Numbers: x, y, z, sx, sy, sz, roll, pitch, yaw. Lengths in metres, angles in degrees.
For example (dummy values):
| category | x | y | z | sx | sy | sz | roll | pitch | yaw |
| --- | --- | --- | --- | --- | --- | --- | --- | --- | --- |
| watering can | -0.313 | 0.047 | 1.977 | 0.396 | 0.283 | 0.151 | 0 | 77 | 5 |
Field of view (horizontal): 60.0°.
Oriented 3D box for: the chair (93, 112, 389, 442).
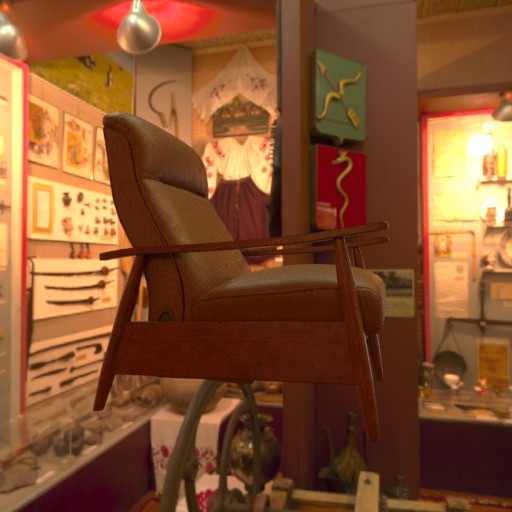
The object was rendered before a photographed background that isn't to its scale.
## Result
| category | x | y | z | sx | sy | sz | roll | pitch | yaw |
| --- | --- | --- | --- | --- | --- | --- | --- | --- | --- |
| chair | 0.000 | 0.000 | 1.761 | 1.014 | 1.082 | 0.762 | 0 | -1 | 17 |
